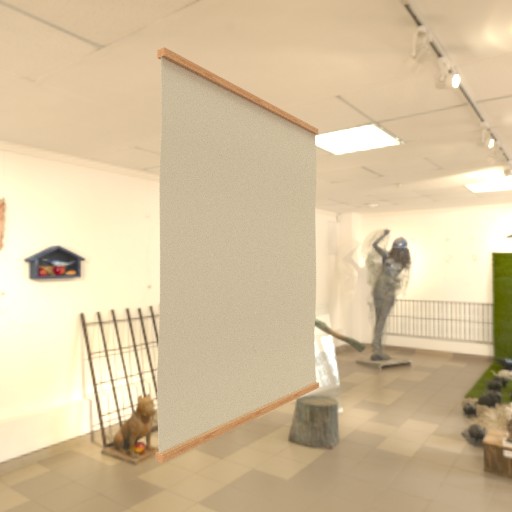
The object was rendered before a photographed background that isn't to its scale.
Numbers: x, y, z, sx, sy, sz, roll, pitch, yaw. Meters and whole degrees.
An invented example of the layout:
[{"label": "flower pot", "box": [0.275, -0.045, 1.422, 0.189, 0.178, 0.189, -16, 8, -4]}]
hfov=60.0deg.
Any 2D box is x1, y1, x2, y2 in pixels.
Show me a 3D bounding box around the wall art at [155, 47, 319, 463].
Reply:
[{"label": "wall art", "box": [0.000, 0.000, 0.710, 0.013, 0.508, 0.406, -1, -1, 36]}]
